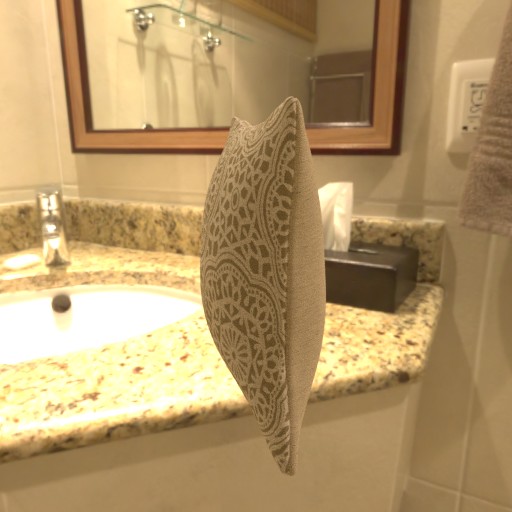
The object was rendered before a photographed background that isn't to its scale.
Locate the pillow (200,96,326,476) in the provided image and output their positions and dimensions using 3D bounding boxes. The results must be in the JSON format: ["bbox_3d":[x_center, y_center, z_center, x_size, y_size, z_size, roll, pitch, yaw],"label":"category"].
[{"bbox_3d":[0.000,0.000,0.665,0.167,0.421,0.438,-3,15,-10],"label":"pillow"}]
